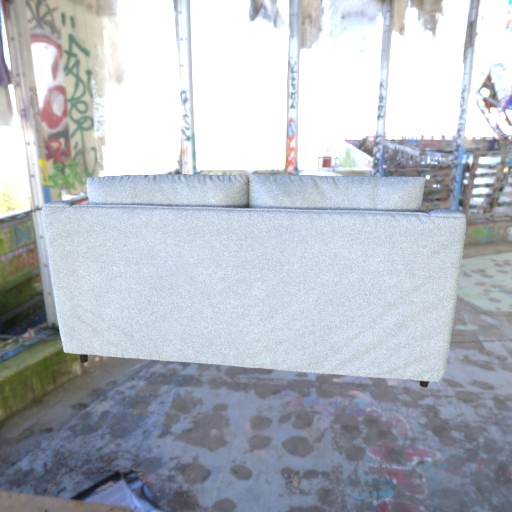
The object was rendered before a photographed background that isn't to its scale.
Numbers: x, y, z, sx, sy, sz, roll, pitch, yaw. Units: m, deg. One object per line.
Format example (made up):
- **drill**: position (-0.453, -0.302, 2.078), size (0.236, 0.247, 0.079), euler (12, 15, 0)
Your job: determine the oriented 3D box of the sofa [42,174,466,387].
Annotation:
- **sofa**: position (0.000, 0.000, 2.628), size (2.010, 1.018, 1.072), euler (2, 16, 7)
